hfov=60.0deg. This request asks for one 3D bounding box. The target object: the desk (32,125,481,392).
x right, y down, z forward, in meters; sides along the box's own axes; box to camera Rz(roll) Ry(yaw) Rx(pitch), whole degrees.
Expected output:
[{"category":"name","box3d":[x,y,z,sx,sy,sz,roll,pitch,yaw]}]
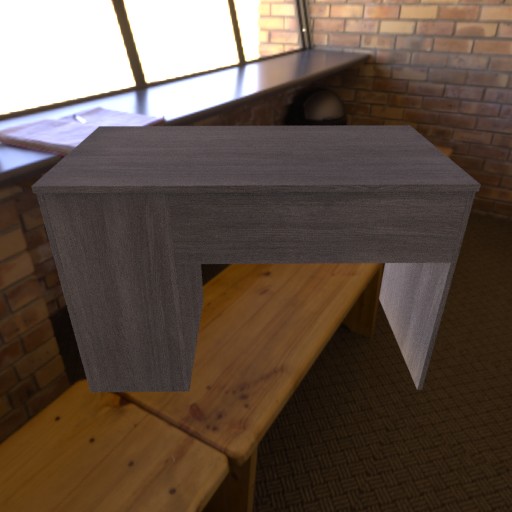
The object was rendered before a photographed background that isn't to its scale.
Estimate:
[{"category":"desk","box3d":[0.000,0.000,1.510,1.097,0.735,0.560,0,31,0]}]
